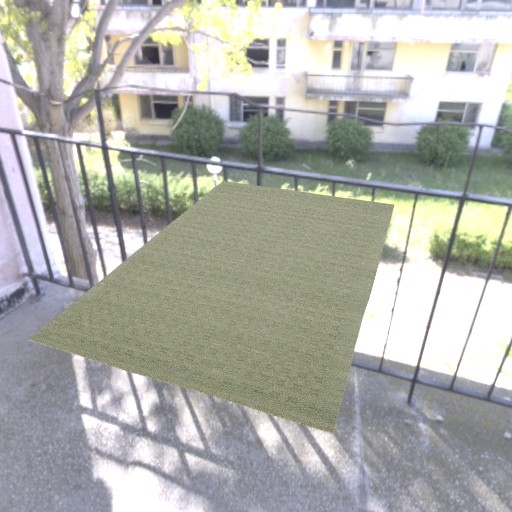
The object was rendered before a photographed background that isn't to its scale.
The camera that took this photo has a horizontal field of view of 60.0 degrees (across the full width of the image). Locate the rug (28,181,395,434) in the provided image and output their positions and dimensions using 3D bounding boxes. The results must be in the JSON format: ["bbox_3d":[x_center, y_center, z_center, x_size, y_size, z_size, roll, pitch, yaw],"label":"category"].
[{"bbox_3d":[0.000,0.000,2.164,1.143,0.006,1.747,11,32,18],"label":"rug"}]
